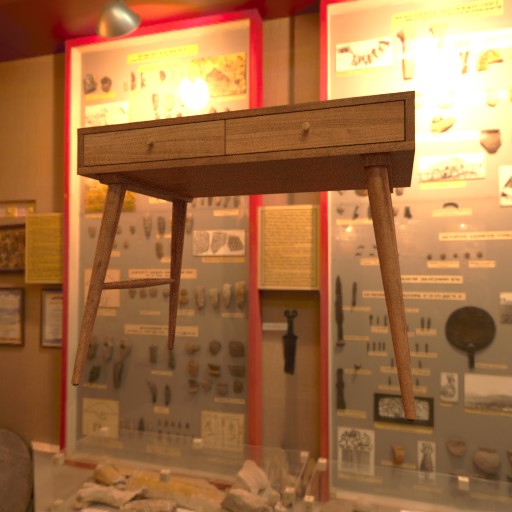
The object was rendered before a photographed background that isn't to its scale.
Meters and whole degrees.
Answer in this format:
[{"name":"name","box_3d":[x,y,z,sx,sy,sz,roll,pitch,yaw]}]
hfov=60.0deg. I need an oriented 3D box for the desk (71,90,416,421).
[{"name":"desk","box_3d":[0.000,0.000,1.421,0.949,0.758,0.588,0,-1,18]}]
